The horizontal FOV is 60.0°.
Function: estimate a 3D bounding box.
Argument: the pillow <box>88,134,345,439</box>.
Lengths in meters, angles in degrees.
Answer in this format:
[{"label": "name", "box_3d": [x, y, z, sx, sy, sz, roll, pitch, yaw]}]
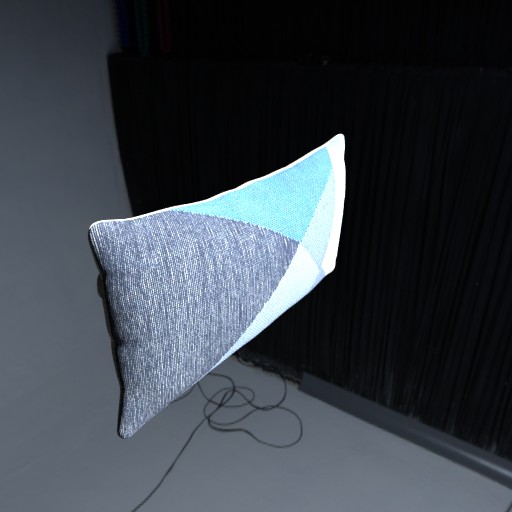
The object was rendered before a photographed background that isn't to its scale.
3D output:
[{"label": "pillow", "box_3d": [0.000, 0.000, 0.733, 0.148, 0.307, 0.604, 18, 31, 32]}]
